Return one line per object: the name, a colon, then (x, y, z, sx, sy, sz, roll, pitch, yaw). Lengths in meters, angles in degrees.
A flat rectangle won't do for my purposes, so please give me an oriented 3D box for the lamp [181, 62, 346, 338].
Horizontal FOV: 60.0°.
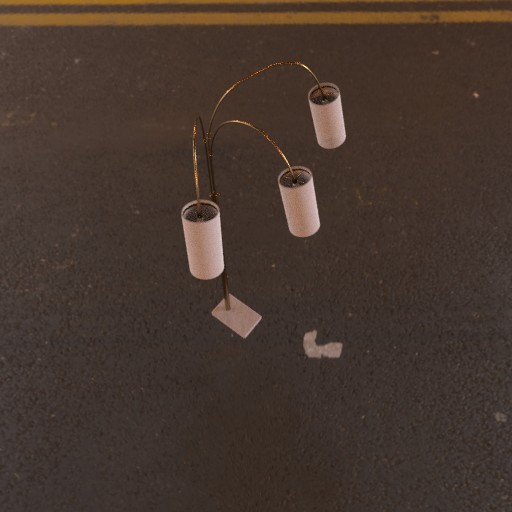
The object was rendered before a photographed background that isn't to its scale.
lamp: (0.000, 0.000, 2.437, 0.667, 2.055, 1.020, 33, 64, 19)
